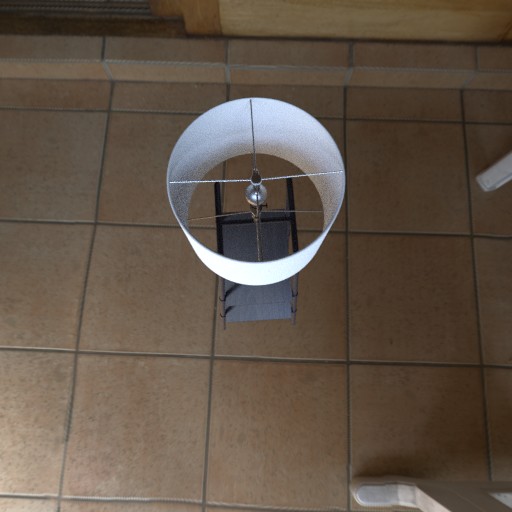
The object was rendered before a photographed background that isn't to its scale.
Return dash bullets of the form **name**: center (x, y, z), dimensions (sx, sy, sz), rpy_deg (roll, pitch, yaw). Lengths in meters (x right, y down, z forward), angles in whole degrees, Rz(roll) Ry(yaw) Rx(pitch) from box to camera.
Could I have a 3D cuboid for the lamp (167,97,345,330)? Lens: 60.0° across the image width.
- **lamp**: center (0.000, 0.000, 1.649), dimensions (0.384, 1.474, 0.427), rpy_deg (-4, 77, -1)
